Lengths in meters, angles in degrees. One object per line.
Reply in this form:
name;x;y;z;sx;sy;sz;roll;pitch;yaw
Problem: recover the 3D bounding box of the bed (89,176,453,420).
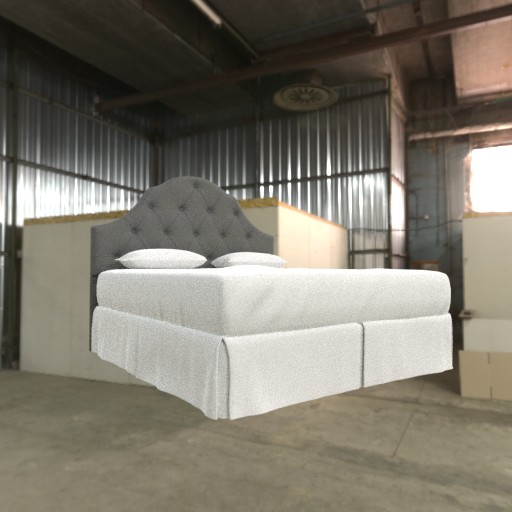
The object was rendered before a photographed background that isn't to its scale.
bed;0.000;0.000;3.488;2.008;1.615;2.214;1;-2;-35
